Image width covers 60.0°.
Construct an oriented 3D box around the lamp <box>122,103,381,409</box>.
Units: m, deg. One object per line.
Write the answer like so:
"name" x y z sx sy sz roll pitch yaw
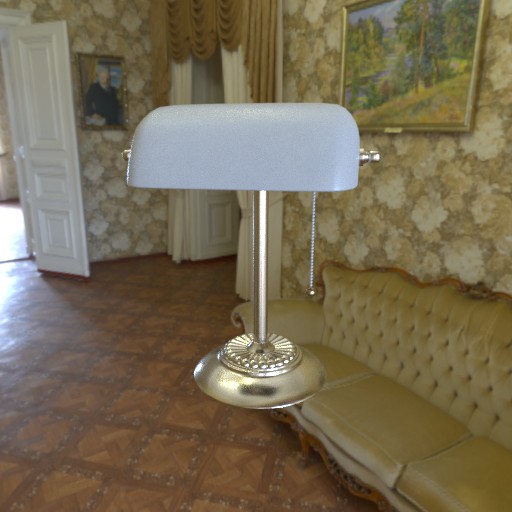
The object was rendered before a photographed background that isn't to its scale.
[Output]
"lamp" 0.000 0.000 0.530 0.264 0.339 0.243 3 15 11
